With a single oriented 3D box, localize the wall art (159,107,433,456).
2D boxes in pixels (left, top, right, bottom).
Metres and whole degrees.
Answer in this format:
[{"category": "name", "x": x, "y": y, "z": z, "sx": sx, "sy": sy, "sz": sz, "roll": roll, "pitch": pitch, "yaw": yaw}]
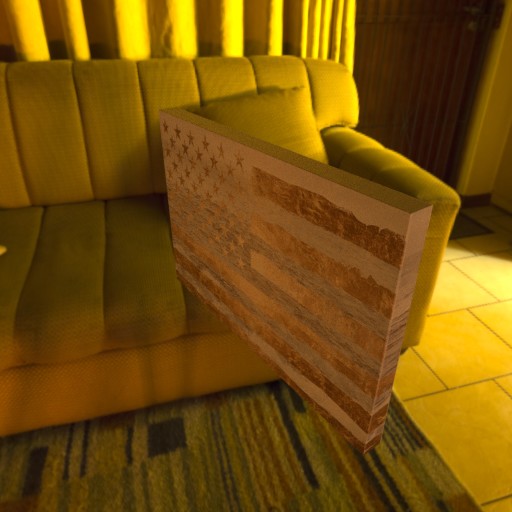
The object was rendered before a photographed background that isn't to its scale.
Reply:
[{"category": "wall art", "x": 0.000, "y": 0.000, "z": 0.792, "sx": 0.041, "sy": 0.407, "sz": 0.606, "roll": -21, "pitch": 36, "yaw": -31}]
